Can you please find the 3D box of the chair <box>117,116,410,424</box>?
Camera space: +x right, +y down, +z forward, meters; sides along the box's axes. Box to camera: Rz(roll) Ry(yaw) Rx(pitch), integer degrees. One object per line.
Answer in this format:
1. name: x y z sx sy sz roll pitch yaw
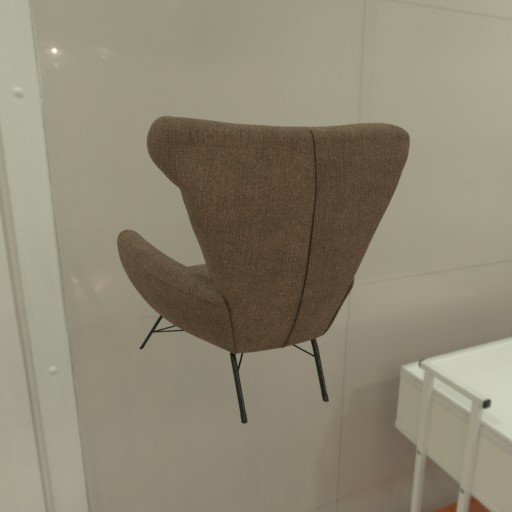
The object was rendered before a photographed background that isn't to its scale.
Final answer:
1. chair: 0.000 0.000 1.786 0.980 1.040 0.900 -7 16 -24
